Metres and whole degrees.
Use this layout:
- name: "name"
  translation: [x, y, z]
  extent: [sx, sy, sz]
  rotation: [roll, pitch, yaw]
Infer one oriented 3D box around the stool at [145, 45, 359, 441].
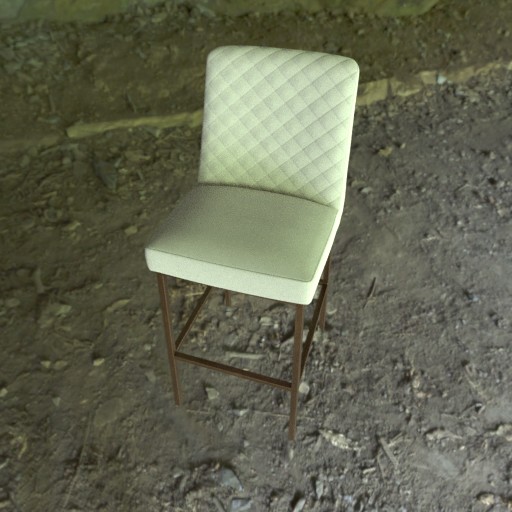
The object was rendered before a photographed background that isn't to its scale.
- name: "stool"
  translation: [0.000, 0.000, 1.381]
  extent: [0.462, 1.084, 0.546]
  rotation: [12, 42, 14]
